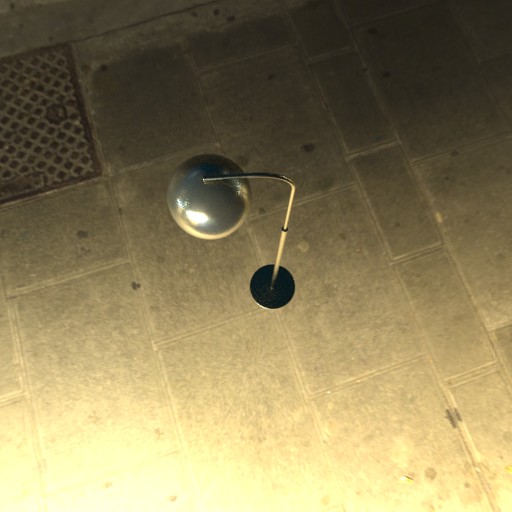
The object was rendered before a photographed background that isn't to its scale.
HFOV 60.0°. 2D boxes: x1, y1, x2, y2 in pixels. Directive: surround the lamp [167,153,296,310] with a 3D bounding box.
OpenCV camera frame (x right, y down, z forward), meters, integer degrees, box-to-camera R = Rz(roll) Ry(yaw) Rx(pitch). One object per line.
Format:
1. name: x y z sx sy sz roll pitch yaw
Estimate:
1. lamp: 0.000 0.000 1.710 0.431 1.526 0.250 -4 76 -1
